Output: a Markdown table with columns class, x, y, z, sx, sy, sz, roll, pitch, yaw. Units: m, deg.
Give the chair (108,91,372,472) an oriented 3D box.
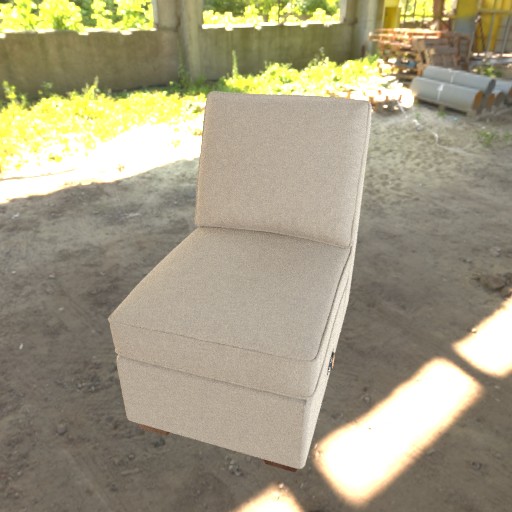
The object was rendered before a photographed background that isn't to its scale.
| class | x | y | z | sx | sy | sz | roll | pitch | yaw |
| --- | --- | --- | --- | --- | --- | --- | --- | --- | --- |
| chair | 0.000 | 0.000 | 1.527 | 0.621 | 0.970 | 0.938 | 9 | 30 | 16 |
